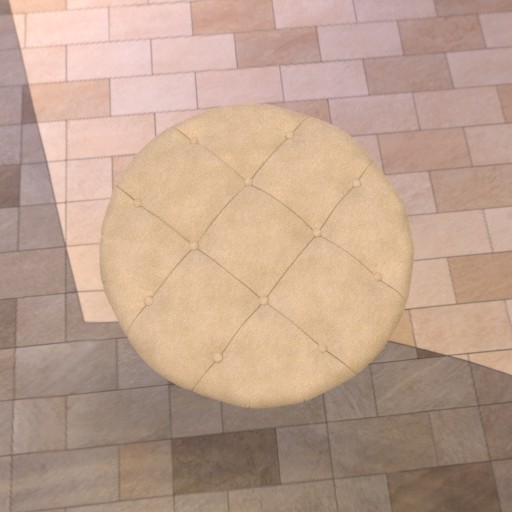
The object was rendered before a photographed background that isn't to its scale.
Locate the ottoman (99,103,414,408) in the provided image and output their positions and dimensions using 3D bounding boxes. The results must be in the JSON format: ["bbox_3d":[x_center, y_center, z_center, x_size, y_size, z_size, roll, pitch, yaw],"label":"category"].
[{"bbox_3d":[0.000,0.000,1.409,0.901,0.439,0.901,0,76,0],"label":"ottoman"}]
